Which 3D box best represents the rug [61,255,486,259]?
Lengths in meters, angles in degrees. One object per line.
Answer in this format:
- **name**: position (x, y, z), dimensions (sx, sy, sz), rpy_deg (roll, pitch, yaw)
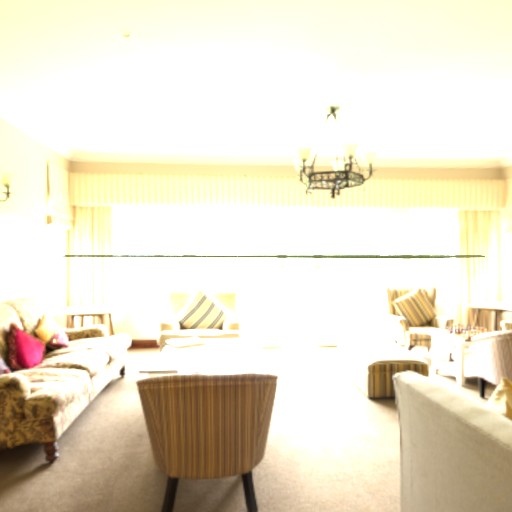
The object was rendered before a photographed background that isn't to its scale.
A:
- **rug**: position (0.000, 0.000, 1.409), dimensions (1.219, 0.007, 0.604), rpy_deg (0, 0, 36)
